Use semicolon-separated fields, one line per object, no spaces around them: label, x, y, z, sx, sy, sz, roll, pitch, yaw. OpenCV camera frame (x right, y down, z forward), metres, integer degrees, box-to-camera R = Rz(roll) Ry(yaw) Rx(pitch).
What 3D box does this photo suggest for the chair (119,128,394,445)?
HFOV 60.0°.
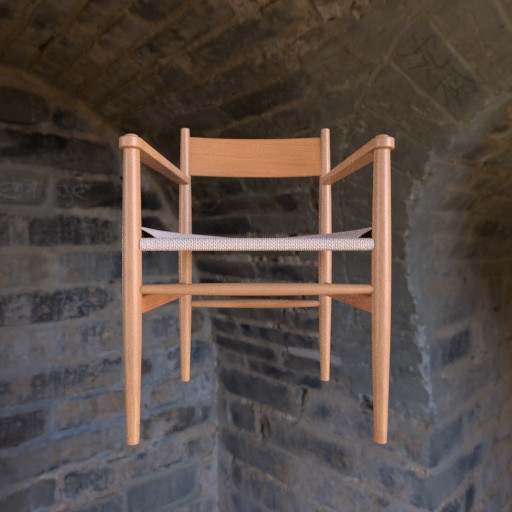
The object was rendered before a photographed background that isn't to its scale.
chair;0.000;0.000;1.128;0.556;0.762;0.495;0;1;-1
